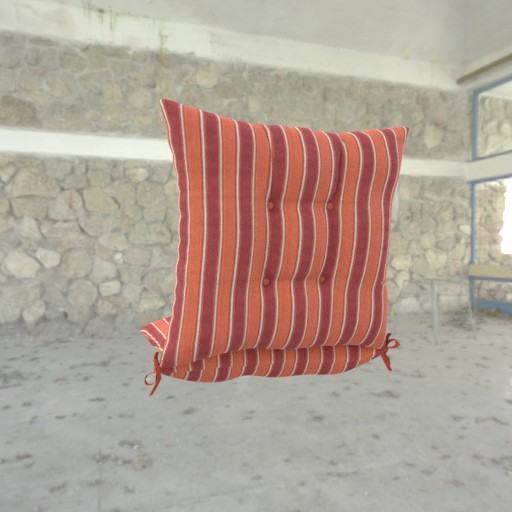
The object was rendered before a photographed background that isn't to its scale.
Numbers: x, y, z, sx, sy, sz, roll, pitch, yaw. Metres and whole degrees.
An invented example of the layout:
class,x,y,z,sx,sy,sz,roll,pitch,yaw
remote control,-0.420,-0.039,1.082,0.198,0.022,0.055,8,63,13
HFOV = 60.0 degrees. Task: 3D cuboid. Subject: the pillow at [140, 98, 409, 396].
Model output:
class,x,y,z,sx,sy,sz,roll,pitch,yaw
pillow,0.000,0.000,1.060,0.541,0.536,0.585,0,1,-18
